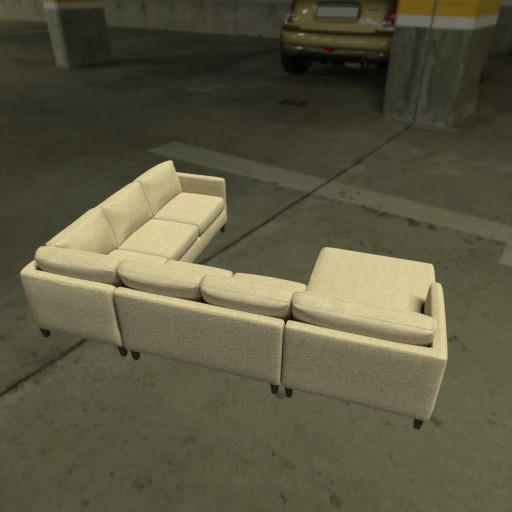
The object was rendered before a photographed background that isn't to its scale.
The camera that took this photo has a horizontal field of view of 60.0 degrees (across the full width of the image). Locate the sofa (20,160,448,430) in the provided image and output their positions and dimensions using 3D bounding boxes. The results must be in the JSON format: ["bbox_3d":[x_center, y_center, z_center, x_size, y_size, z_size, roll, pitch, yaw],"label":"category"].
[{"bbox_3d":[0.000,0.000,4.475,3.460,0.959,2.593,9,33,15],"label":"sofa"}]
